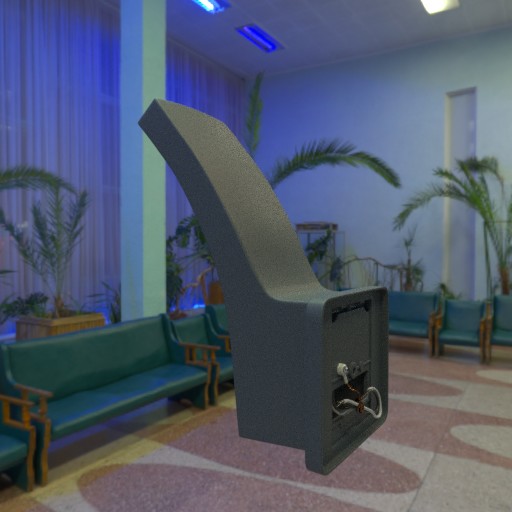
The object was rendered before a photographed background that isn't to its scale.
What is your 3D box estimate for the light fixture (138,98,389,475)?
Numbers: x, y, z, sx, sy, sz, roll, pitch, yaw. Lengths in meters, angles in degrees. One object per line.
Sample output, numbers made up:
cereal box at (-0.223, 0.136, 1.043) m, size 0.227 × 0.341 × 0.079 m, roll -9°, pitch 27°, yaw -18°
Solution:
light fixture at (0.000, 0.000, 0.331) m, size 0.174 × 0.243 × 0.108 m, roll 1°, pitch 1°, yaw 35°
